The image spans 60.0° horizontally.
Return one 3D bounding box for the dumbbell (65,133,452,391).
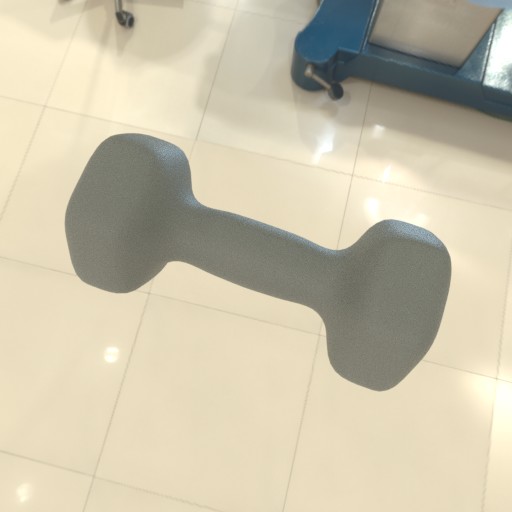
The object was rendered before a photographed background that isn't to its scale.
[{"bbox_3d":[0.000,0.000,0.232,0.184,0.081,0.090,20,77,5],"label":"dumbbell"}]
